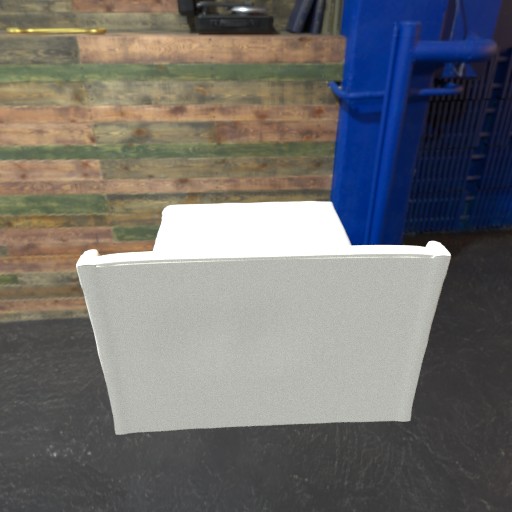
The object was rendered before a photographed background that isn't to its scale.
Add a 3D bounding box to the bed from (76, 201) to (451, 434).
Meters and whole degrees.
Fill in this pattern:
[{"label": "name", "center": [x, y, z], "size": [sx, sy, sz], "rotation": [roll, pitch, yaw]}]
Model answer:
[{"label": "bed", "center": [0.000, 0.000, 3.516], "size": [1.925, 1.332, 2.276], "rotation": [-1, 31, -3]}]
